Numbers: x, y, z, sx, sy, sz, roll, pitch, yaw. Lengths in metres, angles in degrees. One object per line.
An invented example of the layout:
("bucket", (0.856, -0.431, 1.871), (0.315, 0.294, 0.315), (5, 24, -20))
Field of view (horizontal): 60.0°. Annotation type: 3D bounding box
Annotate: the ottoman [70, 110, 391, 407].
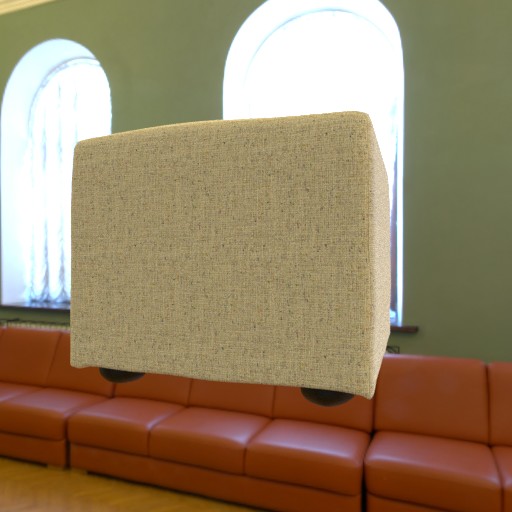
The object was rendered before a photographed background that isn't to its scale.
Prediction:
("ottoman", (0.000, 0.000, 0.911), (0.512, 0.453, 0.521), (0, 0, 19))
